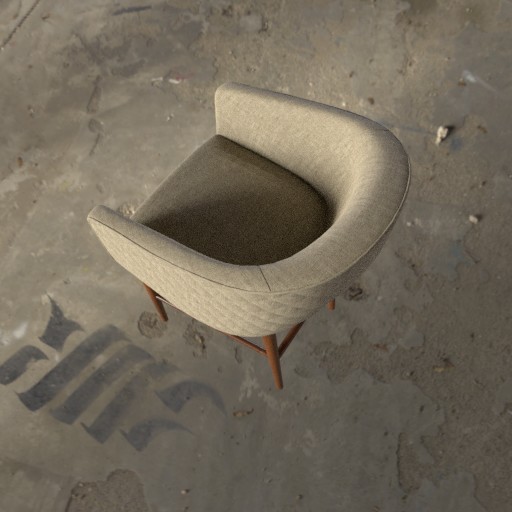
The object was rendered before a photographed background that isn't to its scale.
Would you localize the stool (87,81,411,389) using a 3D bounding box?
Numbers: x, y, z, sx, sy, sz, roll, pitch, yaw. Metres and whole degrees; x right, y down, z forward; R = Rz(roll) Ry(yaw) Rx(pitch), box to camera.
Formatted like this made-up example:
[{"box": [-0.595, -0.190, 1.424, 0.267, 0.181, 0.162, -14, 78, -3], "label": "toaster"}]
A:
[{"box": [0.000, 0.000, 1.332, 0.635, 0.952, 0.559, 32, 67, 15], "label": "stool"}]
